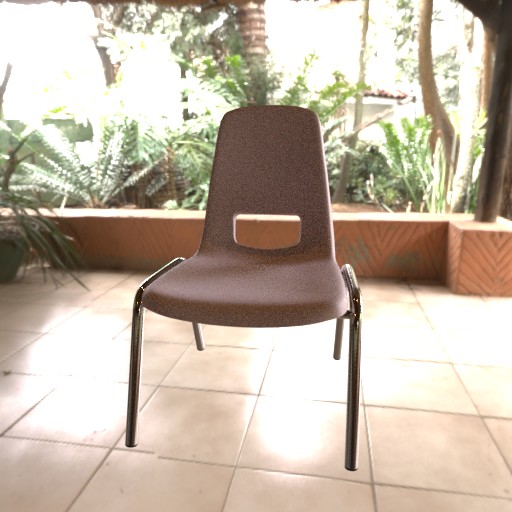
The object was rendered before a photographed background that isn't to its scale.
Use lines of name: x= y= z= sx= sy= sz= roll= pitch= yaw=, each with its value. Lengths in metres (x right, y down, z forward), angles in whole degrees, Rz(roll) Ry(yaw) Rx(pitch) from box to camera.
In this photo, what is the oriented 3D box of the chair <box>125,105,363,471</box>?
chair: x=0.000 y=0.000 z=0.778 sx=0.354 sy=0.536 sz=0.385 roll=2 pitch=14 yaw=9
